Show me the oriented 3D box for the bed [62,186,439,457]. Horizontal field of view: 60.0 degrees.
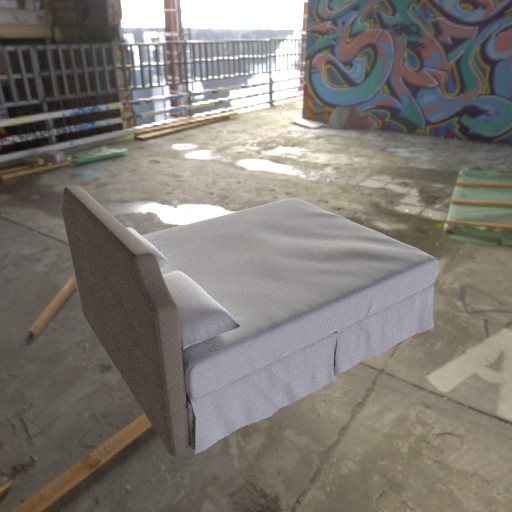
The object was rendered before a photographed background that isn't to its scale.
[{"bbox_3d":[0.000,0.000,3.659,2.498,1.293,1.977,-18,32,-31],"label":"bed"}]
